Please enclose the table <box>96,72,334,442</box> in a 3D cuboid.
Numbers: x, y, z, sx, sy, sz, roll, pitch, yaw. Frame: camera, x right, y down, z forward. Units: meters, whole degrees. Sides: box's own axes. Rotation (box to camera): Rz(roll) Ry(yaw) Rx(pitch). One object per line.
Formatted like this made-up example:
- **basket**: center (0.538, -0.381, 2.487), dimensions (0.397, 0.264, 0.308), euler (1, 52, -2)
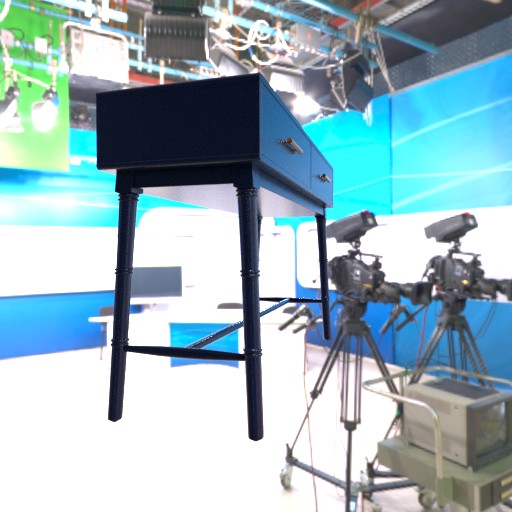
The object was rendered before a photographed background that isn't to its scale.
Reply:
- **table**: center (0.000, 0.000, 1.464), dimensions (0.399, 0.749, 1.118), euler (0, 1, 17)
